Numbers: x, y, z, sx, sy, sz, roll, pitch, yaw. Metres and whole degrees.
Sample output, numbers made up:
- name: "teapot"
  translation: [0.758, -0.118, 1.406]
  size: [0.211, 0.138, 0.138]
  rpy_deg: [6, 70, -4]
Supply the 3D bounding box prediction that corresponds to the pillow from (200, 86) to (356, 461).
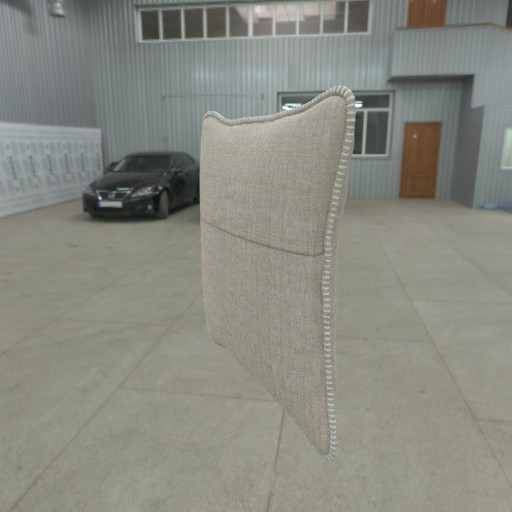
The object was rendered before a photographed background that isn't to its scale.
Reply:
- name: "pillow"
  translation: [0.000, 0.000, 0.749]
  size: [0.124, 0.494, 0.485]
  rpy_deg: [-7, 16, -26]
